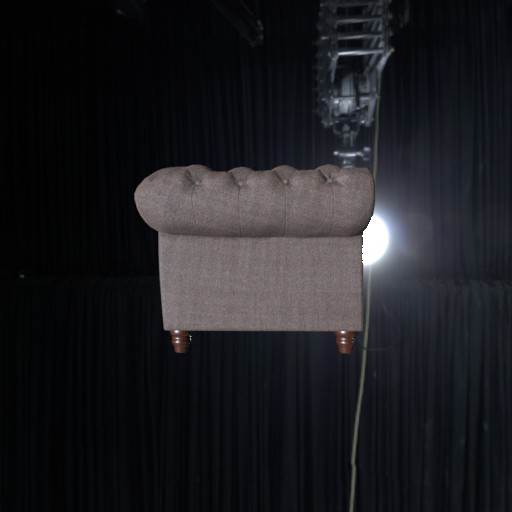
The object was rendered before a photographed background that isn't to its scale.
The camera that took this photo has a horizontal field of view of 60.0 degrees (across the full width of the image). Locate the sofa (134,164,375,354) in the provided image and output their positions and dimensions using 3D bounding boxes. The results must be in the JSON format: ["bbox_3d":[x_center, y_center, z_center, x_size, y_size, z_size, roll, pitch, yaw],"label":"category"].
[{"bbox_3d":[0.000,0.000,2.820,0.944,0.787,2.385,0,1,1],"label":"sofa"}]
